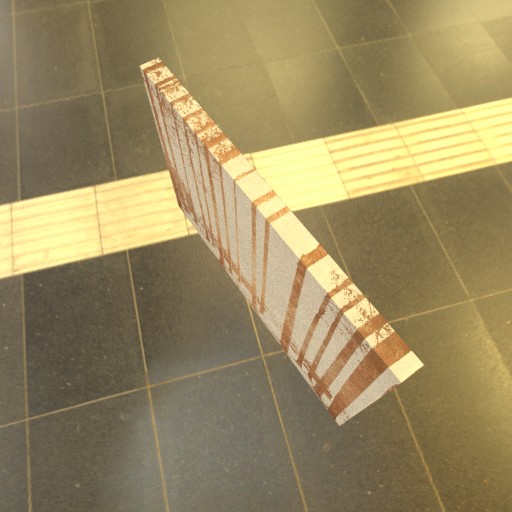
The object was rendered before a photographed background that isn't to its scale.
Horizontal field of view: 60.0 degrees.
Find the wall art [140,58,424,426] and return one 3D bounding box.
[{"bbox_3d":[0.000,0.000,0.784,0.035,0.405,0.609,-32,67,-15],"label":"wall art"}]
